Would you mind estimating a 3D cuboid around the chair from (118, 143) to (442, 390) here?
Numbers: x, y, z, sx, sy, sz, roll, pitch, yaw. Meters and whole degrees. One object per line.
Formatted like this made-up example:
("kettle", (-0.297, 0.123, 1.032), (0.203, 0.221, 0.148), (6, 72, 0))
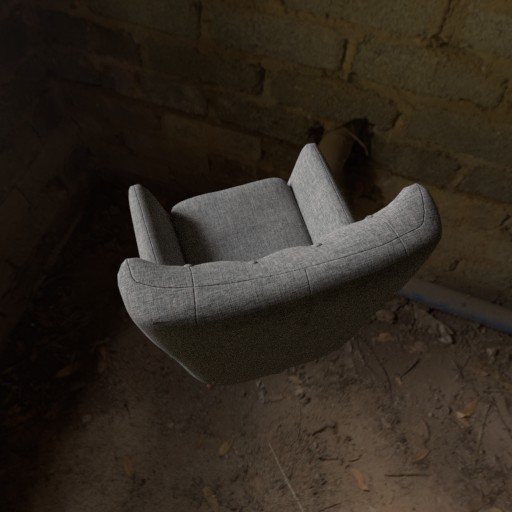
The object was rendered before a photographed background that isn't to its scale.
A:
("chair", (0.000, 0.000, 1.711), (0.878, 1.063, 0.904), (-15, 61, -9))
